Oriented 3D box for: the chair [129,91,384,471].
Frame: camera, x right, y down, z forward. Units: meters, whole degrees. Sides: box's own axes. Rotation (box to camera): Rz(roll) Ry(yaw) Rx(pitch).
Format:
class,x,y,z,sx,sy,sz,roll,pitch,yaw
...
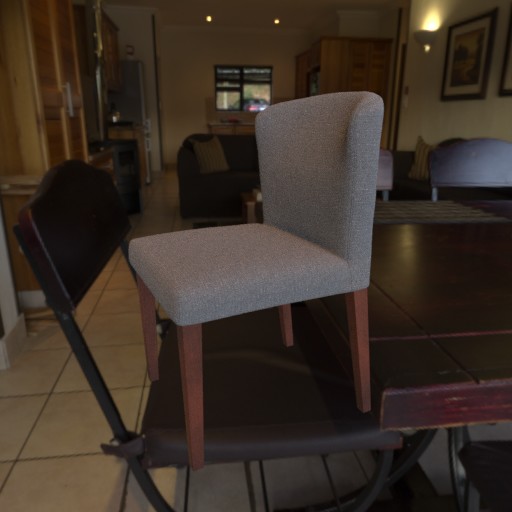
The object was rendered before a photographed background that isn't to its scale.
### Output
class,x,y,z,sx,sy,sz,roll,pitch,yaw
chair,0.000,0.000,1.187,0.589,0.839,0.491,-8,19,-25
